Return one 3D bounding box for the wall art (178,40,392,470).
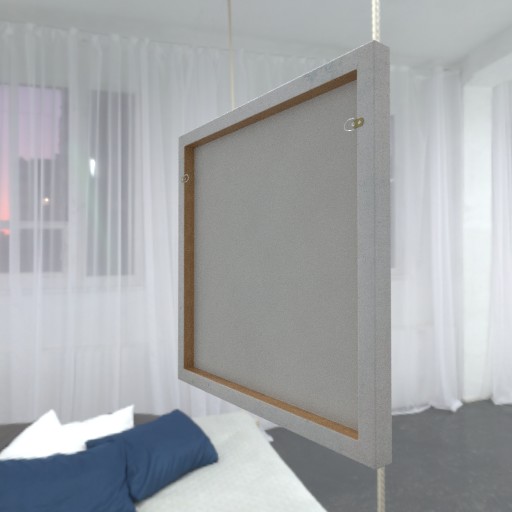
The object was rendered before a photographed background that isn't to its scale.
[{"bbox_3d":[0.000,0.000,0.884,0.040,0.612,0.612,1,-1,-37],"label":"wall art"}]
